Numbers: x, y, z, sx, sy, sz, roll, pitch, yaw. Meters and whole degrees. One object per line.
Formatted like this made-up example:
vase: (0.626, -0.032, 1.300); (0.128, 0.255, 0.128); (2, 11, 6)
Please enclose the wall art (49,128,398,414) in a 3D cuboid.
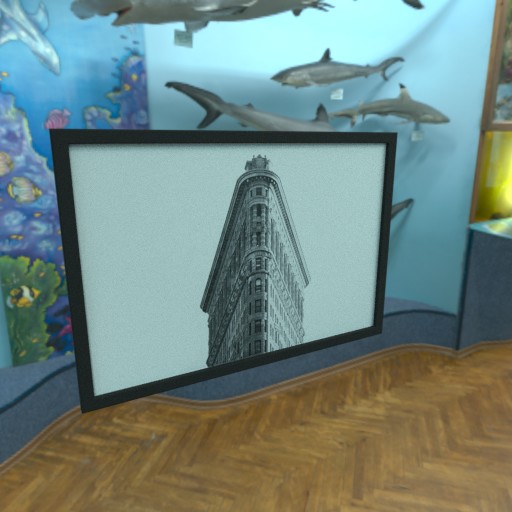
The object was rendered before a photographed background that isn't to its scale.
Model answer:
wall art: (0.000, 0.000, 1.207); (0.958, 0.656, 0.026); (-8, 17, -27)
